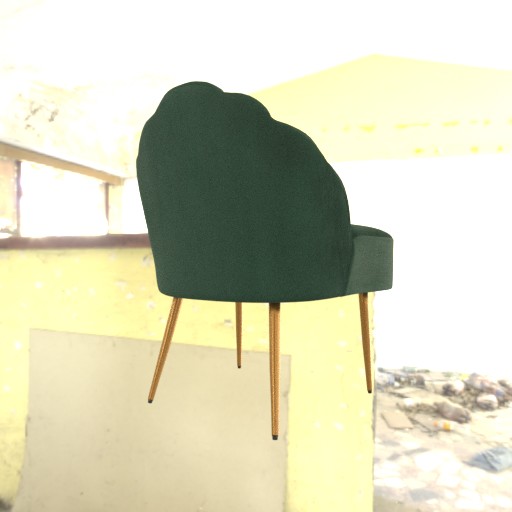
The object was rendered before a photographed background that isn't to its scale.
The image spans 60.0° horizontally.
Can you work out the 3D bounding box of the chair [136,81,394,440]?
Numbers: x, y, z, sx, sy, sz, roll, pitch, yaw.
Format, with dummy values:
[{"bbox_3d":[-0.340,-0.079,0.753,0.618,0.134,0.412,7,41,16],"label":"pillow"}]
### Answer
[{"bbox_3d":[0.000,0.000,1.281,0.657,0.819,0.599,0,0,36],"label":"chair"}]
